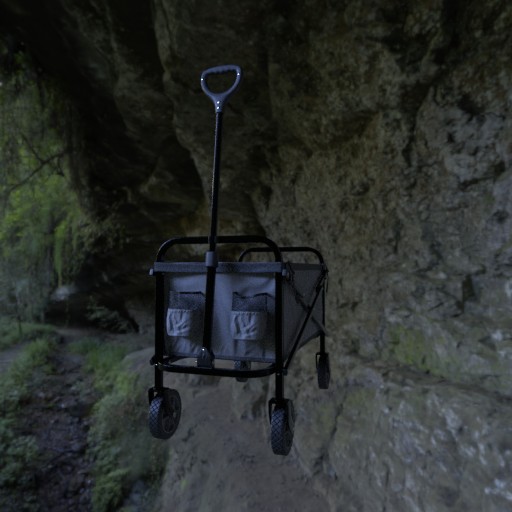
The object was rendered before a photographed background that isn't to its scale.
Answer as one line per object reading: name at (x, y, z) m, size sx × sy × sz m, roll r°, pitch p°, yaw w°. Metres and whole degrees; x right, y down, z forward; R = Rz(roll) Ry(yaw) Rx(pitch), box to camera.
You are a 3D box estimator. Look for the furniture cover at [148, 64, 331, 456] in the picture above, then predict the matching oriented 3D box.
furniture cover at (0.000, 0.000, 1.865) m, size 0.532 × 1.295 × 1.038 m, roll -1°, pitch -2°, yaw 18°
